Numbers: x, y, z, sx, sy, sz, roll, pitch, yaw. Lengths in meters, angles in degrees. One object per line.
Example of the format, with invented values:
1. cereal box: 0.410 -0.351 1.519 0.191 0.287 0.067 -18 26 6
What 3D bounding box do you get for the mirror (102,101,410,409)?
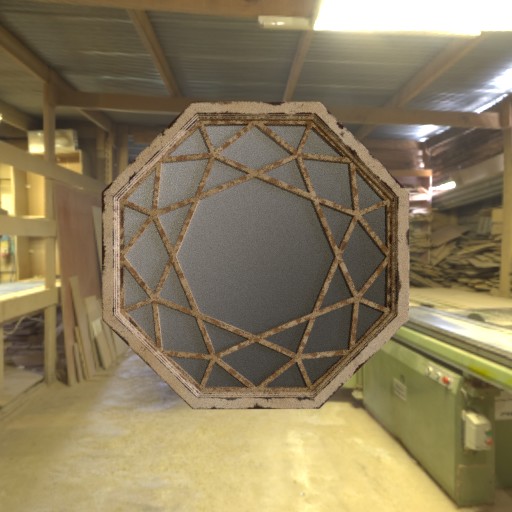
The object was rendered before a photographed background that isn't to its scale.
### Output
1. mirror: 0.000 0.000 0.948 0.648 0.648 0.031 0 1 -1
